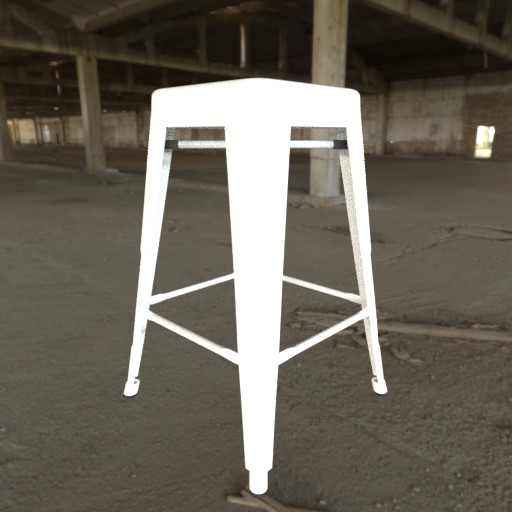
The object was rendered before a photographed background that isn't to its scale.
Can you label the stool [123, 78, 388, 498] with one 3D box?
[{"bbox_3d":[0.000,0.000,0.865,0.406,0.610,0.406,14,21,42],"label":"stool"}]
